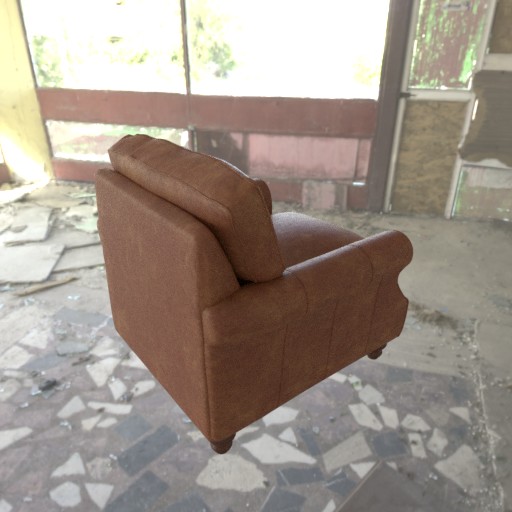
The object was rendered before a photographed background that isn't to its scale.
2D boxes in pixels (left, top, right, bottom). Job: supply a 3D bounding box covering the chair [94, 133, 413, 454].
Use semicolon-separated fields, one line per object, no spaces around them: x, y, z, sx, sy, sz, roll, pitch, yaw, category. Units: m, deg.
0.000;0.000;1.778;0.986;0.962;0.983;-19;32;-33;chair
